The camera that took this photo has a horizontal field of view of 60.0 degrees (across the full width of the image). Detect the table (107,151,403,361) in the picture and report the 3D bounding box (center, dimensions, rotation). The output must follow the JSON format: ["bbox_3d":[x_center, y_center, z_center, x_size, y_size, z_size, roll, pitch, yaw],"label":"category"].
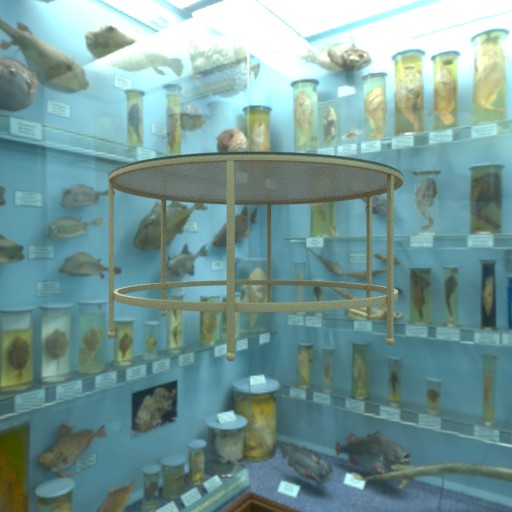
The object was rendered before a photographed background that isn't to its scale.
[{"bbox_3d":[0.000,0.000,1.442,0.914,0.470,0.914,0,0,0],"label":"table"}]
